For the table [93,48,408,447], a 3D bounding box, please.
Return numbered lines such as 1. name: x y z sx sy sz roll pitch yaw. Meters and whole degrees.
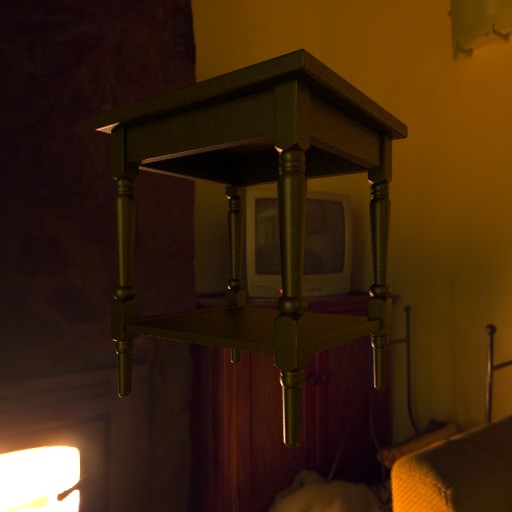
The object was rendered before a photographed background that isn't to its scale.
1. table: 0.000 0.000 0.921 0.488 0.565 0.442 0 0 36
